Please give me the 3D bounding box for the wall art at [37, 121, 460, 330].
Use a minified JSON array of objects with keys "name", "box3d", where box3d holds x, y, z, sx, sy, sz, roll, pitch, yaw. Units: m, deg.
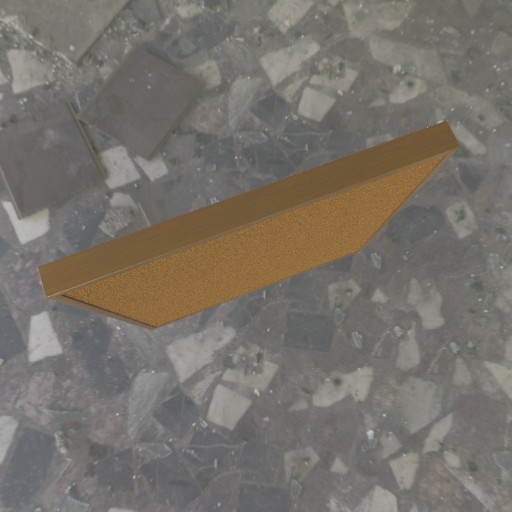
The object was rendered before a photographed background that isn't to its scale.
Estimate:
[{"name":"wall art","box3d":[0.000,0.000,0.753,0.505,0.505,0.037,-20,77,-5]}]
